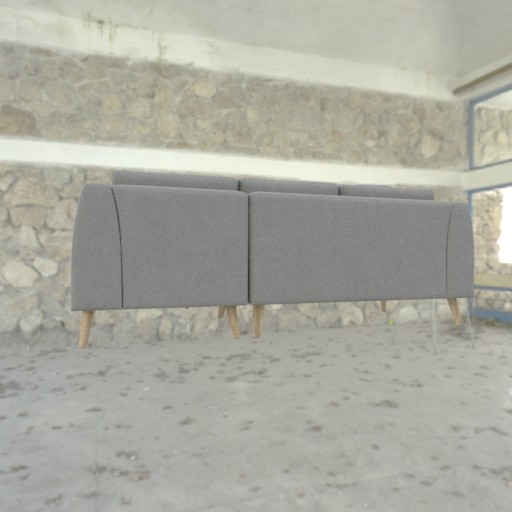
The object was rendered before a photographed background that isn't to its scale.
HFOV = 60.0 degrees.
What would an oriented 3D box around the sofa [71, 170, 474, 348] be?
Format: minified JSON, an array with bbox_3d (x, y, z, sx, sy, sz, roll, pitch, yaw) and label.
[{"bbox_3d":[0.000,0.000,3.072,2.300,0.860,1.580,0,-1,-19],"label":"sofa"}]
